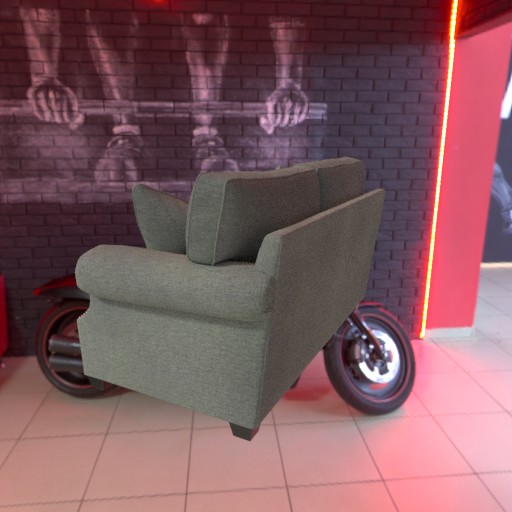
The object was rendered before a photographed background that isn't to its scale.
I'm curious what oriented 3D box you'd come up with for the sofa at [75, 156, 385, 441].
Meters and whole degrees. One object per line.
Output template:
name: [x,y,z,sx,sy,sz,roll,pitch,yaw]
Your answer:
sofa: [0.000,0.000,2.299,0.966,0.966,1.701,8,17,26]
